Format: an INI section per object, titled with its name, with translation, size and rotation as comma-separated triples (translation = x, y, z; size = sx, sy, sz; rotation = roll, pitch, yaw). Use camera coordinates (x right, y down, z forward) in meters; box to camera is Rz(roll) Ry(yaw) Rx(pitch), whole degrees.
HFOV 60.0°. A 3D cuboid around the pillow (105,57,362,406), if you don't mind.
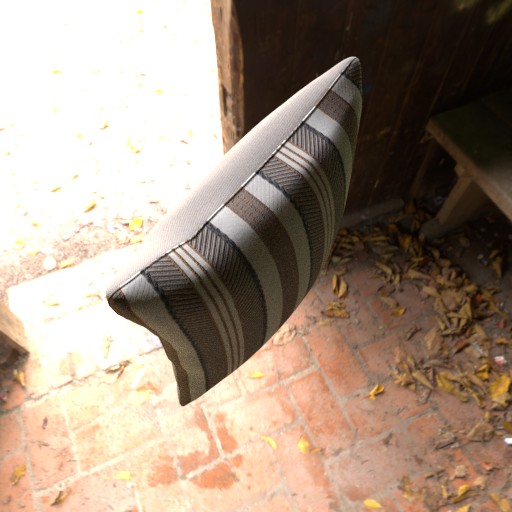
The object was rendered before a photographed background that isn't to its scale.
[pillow]
translation = 0.000, 0.000, 0.626
size = 0.173, 0.401, 0.416
rotation = 33, 64, 18
